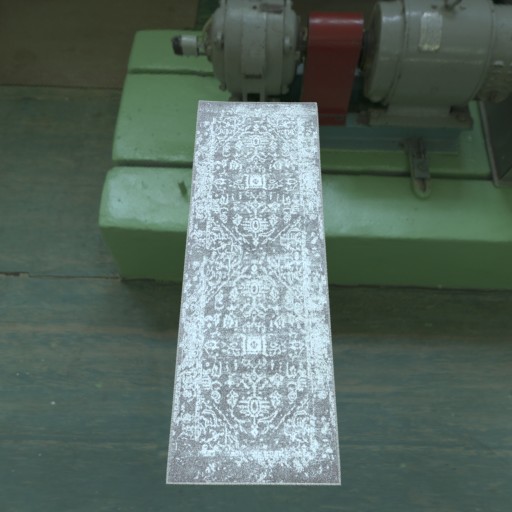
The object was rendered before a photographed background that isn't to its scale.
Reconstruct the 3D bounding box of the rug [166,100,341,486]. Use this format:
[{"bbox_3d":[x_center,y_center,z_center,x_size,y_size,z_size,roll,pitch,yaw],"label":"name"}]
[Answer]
[{"bbox_3d":[0.000,0.000,2.661,0.855,0.017,2.452,0,65,0],"label":"rug"}]
